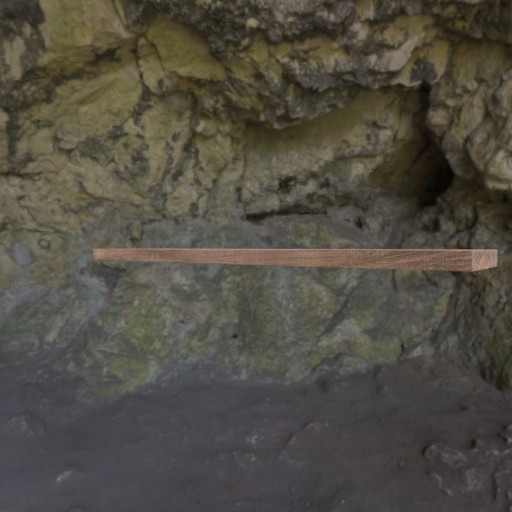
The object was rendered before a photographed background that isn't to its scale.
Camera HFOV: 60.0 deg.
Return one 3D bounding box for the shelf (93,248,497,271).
[{"bbox_3d":[0.000,0.000,0.652,0.610,0.020,0.140,1,1,37],"label":"shelf"}]
